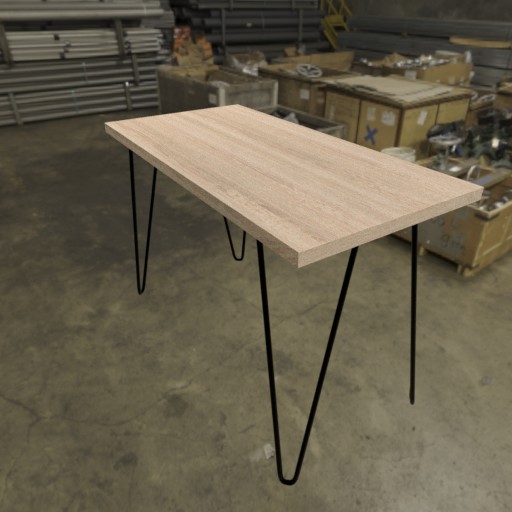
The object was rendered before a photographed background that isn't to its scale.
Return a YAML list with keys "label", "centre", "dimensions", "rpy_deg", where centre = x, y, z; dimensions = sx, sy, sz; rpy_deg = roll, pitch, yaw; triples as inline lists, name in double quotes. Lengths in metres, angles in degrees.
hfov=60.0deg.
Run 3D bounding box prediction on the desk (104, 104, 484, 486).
- label: "desk"
  centre: [0.000, 0.000, 1.341]
  dimensions: [0.499, 0.660, 0.991]
  rpy_deg: [-19, 35, -29]
